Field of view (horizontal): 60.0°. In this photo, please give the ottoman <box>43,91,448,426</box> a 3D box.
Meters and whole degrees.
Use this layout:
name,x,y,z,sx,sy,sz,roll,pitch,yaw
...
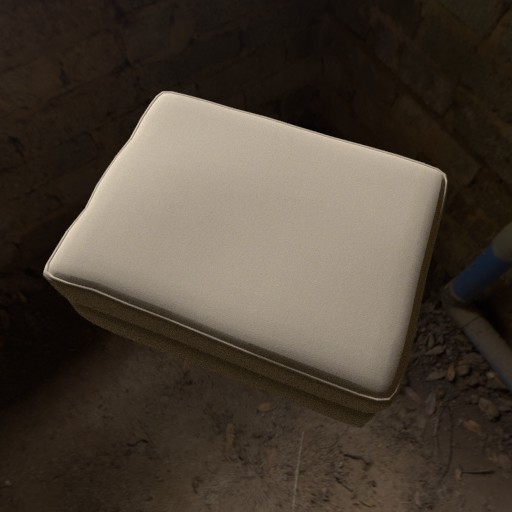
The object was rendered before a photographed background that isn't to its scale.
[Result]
name,x,y,z,sx,sy,sz,roll,pitch,yaw
ottoman,0.000,0.000,1.205,0.818,0.485,0.634,19,65,9
